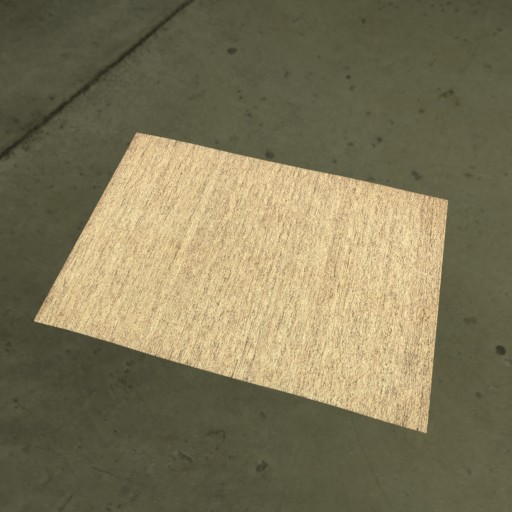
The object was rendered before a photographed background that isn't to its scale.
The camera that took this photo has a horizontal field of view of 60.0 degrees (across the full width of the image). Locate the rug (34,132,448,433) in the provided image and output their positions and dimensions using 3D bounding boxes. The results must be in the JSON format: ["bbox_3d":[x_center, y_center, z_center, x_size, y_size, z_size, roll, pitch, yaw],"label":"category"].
[{"bbox_3d":[0.000,0.000,2.813,2.283,0.013,1.547,14,62,7],"label":"rug"}]
